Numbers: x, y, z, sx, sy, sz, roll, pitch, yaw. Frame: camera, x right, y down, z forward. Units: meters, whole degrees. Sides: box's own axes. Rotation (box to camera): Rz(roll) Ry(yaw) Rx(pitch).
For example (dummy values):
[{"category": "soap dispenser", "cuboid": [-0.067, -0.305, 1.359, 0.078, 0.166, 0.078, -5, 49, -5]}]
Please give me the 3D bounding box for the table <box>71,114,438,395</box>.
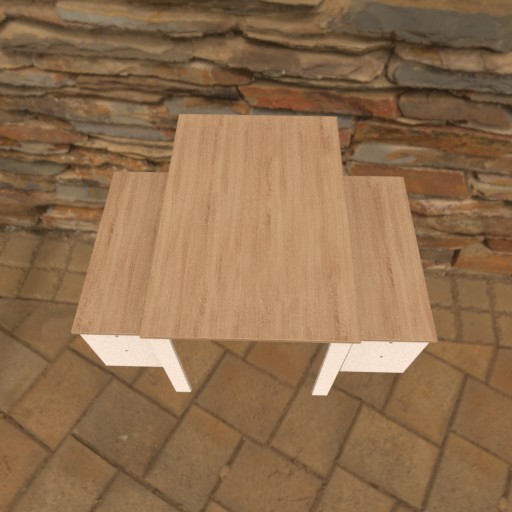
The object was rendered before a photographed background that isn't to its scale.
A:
[{"category": "table", "cuboid": [0.000, 0.000, 2.046, 1.443, 0.700, 1.100, 1, 57, 1]}]
